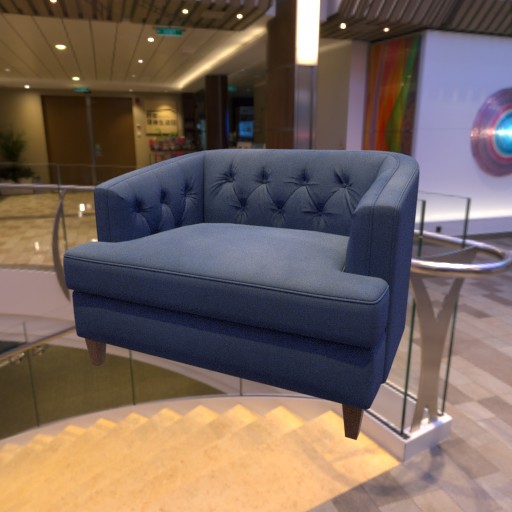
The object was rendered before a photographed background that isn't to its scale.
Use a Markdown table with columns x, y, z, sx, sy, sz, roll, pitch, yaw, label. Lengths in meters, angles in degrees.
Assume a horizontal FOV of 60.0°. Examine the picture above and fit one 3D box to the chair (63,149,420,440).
| x | y | z | sx | sy | sz | roll | pitch | yaw | label |
| --- | --- | --- | --- | --- | --- | --- | --- | --- | --- |
| 0.000 | 0.000 | 1.728 | 1.118 | 0.787 | 0.914 | 7 | 16 | 25 | chair |
